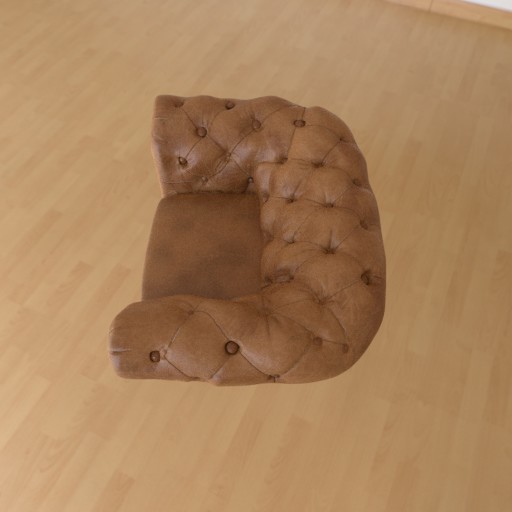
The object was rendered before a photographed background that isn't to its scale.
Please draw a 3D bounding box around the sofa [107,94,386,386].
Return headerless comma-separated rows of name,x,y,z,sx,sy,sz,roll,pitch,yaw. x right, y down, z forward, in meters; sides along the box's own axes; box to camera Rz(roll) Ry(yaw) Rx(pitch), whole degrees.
sofa,0.000,0.000,2.099,1.033,0.878,1.405,0,58,0
